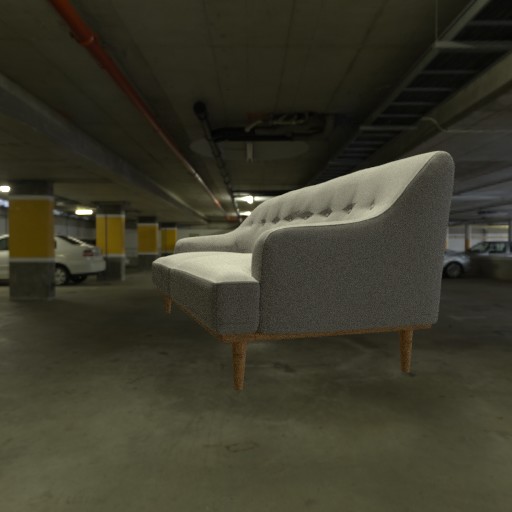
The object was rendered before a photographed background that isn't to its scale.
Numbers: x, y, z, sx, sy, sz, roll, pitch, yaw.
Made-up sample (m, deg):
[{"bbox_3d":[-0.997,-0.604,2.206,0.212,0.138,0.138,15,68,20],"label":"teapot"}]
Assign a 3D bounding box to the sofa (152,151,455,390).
[{"bbox_3d":[0.000,0.000,2.501,0.978,0.871,2.057,0,1,-19],"label":"sofa"}]
